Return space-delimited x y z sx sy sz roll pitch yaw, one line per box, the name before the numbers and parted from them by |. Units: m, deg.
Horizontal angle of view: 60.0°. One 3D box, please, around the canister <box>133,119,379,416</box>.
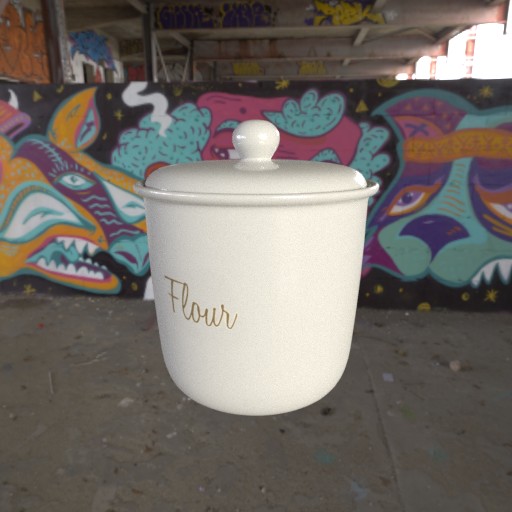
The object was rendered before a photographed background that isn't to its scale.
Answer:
canister | 0.000 0.000 0.353 0.182 0.208 0.182 0 14 0
